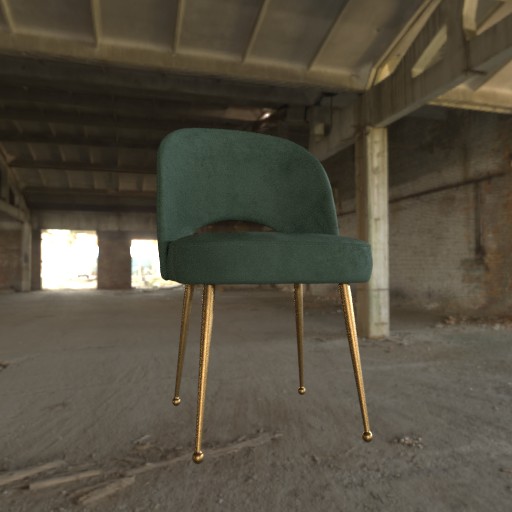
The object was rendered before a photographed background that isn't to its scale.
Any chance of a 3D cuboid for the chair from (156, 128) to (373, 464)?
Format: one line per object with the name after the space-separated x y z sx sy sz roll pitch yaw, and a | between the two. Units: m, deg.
0.000 0.000 1.209 0.527 0.860 0.577 0 -2 -17 | chair
